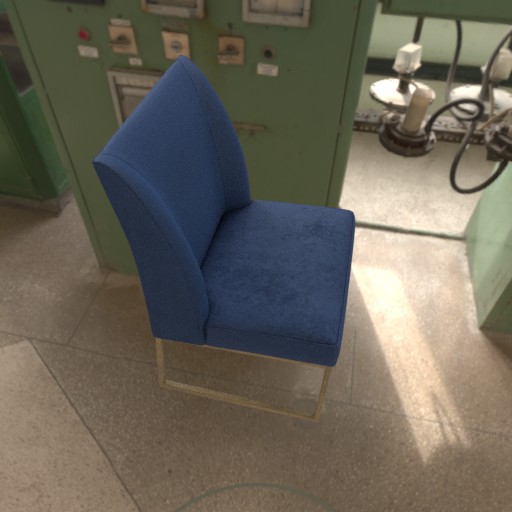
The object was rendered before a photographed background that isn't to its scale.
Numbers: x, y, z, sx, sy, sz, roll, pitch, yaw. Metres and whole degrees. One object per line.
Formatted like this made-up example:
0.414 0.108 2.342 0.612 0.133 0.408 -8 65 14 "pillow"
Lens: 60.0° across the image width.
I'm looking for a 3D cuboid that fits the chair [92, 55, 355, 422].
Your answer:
0.000 0.000 1.219 0.522 0.863 0.508 10 48 9 "chair"
